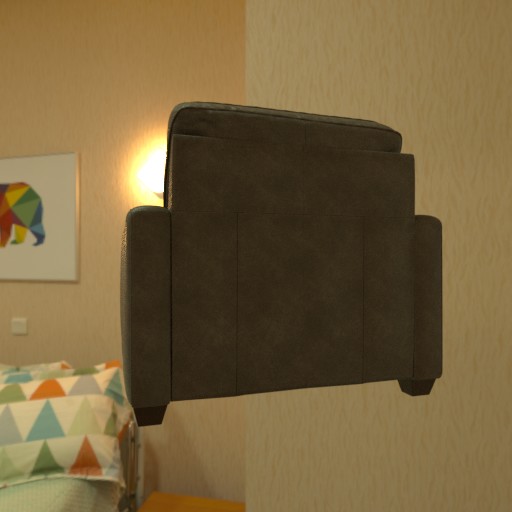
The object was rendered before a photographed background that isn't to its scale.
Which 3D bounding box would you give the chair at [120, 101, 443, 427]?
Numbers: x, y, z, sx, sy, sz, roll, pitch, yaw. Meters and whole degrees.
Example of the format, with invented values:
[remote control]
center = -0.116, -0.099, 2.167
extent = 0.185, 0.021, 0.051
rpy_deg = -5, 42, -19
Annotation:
[chair]
center = 0.000, 0.000, 1.728
extent = 1.006, 0.916, 0.939
rpy_deg = 0, 0, -18
